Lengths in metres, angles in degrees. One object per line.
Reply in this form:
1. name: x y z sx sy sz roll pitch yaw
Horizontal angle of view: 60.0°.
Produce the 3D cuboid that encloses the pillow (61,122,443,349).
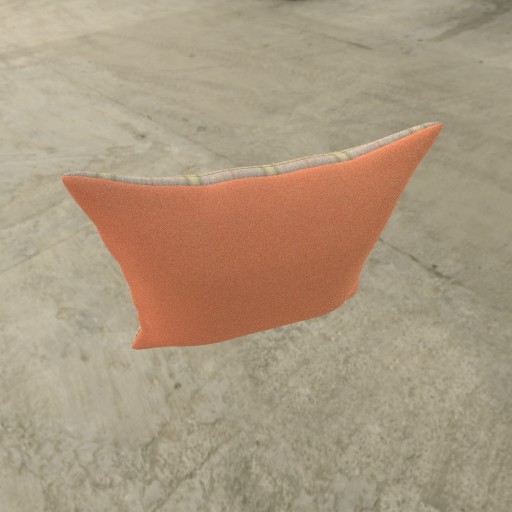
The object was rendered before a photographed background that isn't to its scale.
1. pillow: 0.000 0.000 0.685 0.453 0.430 0.200 -11 42 -13
